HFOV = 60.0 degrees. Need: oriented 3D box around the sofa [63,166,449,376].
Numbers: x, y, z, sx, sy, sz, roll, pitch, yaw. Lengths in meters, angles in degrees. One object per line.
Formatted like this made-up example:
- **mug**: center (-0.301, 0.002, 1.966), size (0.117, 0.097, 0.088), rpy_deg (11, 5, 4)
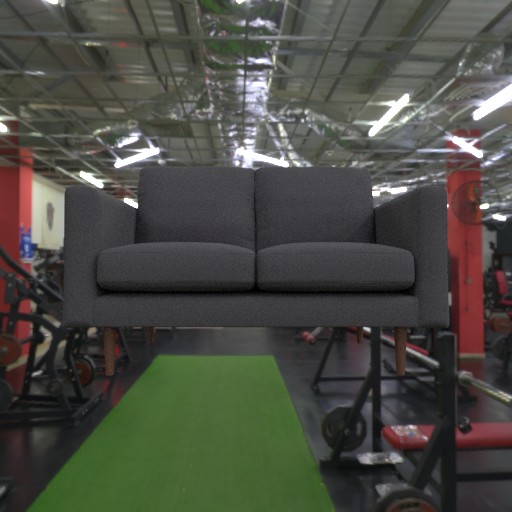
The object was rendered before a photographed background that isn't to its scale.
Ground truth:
- **sofa**: center (0.000, 0.000, 1.988), size (1.430, 0.908, 0.796), rpy_deg (0, -1, 0)
